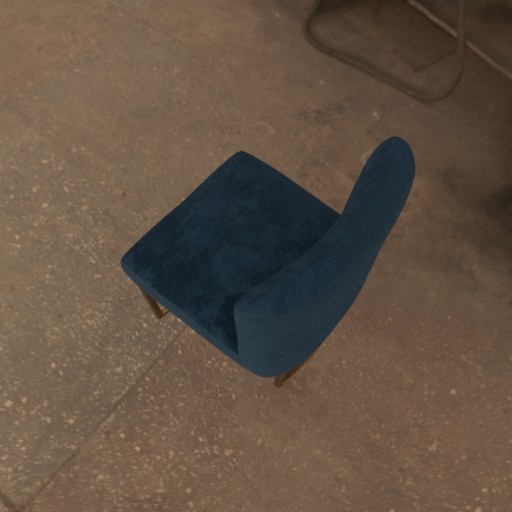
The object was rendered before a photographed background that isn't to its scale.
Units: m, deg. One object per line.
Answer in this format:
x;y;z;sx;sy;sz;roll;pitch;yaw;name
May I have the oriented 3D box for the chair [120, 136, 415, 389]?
0.000;0.000;1.214;0.560;0.824;0.530;36;68;17;chair
